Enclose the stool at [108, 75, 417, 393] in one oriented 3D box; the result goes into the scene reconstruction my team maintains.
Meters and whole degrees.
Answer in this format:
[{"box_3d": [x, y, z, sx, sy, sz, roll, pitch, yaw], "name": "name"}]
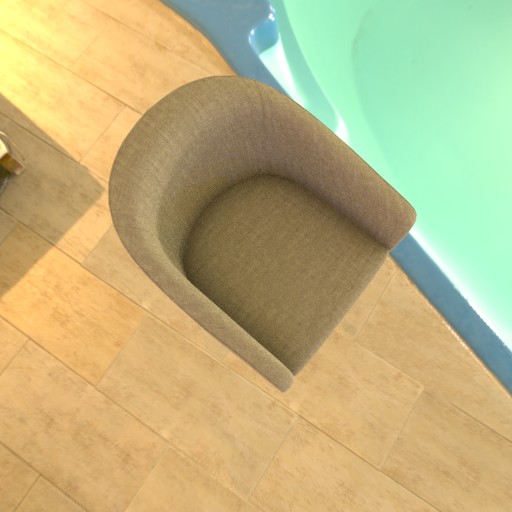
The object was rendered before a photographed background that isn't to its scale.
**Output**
[{"box_3d": [0.000, 0.000, 1.385, 0.635, 0.952, 0.559, 38, 78, 10], "name": "stool"}]
